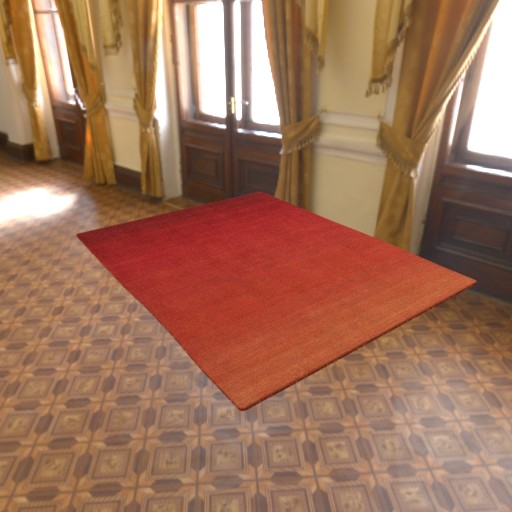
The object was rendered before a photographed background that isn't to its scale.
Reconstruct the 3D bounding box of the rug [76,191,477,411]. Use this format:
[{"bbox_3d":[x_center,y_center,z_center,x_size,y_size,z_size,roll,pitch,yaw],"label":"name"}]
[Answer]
[{"bbox_3d":[0.000,0.000,3.999,2.340,0.028,2.905,-18,31,-32],"label":"rug"}]
